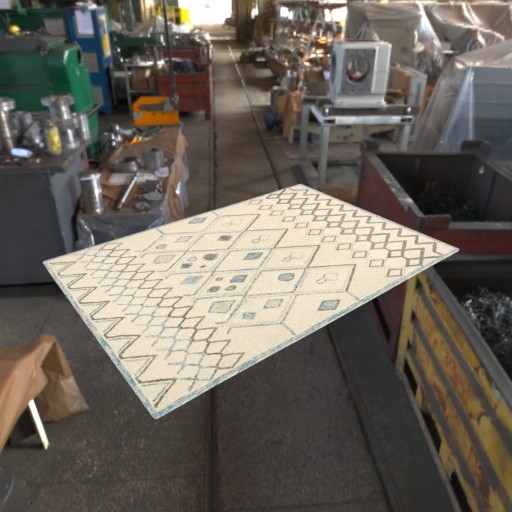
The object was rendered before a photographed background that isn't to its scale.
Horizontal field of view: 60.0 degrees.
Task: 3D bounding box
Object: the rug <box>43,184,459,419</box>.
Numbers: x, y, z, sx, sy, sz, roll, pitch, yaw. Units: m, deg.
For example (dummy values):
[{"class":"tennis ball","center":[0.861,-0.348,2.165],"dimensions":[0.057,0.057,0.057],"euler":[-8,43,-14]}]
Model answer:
[{"class":"rug","center":[0.000,0.000,2.345],"dimensions":[1.820,0.009,1.260],"euler":[-21,36,-32]}]
